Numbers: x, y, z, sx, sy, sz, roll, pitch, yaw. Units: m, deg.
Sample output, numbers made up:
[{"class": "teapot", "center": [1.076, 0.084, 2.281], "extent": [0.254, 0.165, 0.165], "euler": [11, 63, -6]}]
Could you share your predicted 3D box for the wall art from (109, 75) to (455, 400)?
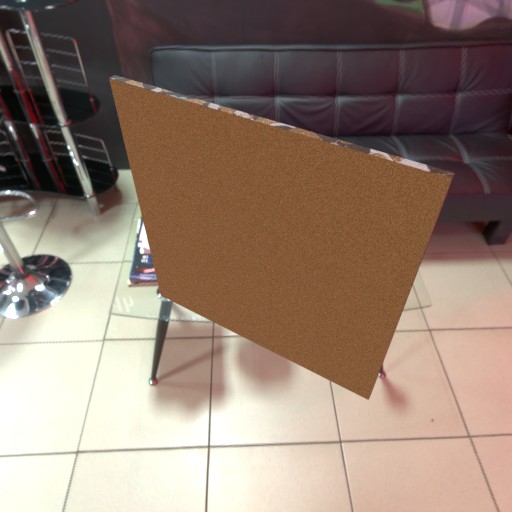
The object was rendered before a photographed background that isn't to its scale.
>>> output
[{"class": "wall art", "center": [0.000, 0.000, 0.605], "extent": [0.404, 0.406, 0.010], "euler": [23, 49, 21]}]
